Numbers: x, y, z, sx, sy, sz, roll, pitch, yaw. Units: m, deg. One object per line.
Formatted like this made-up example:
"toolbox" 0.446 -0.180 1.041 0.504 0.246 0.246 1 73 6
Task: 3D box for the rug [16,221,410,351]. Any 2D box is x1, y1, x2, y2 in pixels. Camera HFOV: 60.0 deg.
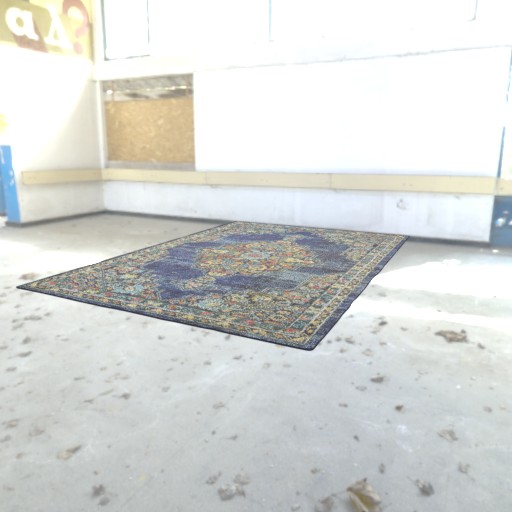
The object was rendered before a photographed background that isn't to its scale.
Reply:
"rug" 0.000 0.000 3.706 2.053 0.011 2.940 7 16 26
